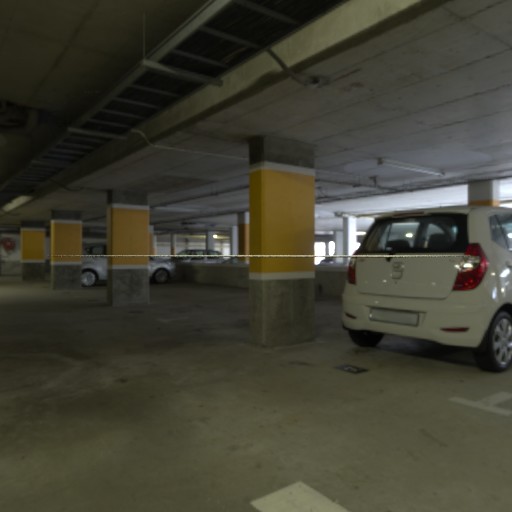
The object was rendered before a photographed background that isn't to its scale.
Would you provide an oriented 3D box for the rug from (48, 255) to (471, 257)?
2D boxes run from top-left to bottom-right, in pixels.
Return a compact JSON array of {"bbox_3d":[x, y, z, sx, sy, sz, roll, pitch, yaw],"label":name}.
[{"bbox_3d":[0.000,0.000,2.199,1.750,0.004,1.177,0,0,35],"label":"rug"}]
